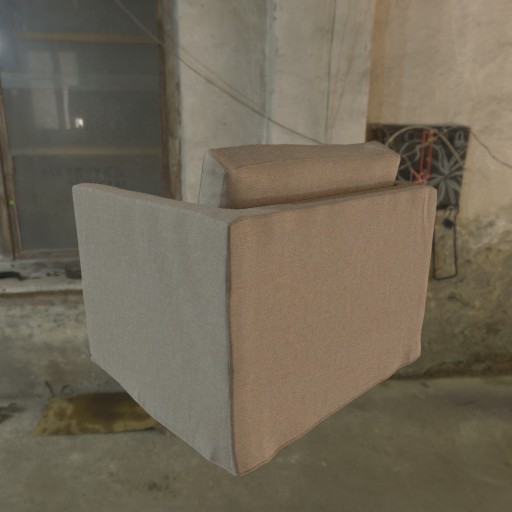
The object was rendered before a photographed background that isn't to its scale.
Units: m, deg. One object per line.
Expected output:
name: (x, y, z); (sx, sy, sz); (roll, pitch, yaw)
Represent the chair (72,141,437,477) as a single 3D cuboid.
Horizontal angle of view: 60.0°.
chair: (0.000, 0.000, 1.720); (1.057, 0.863, 0.949); (-14, 21, -41)
